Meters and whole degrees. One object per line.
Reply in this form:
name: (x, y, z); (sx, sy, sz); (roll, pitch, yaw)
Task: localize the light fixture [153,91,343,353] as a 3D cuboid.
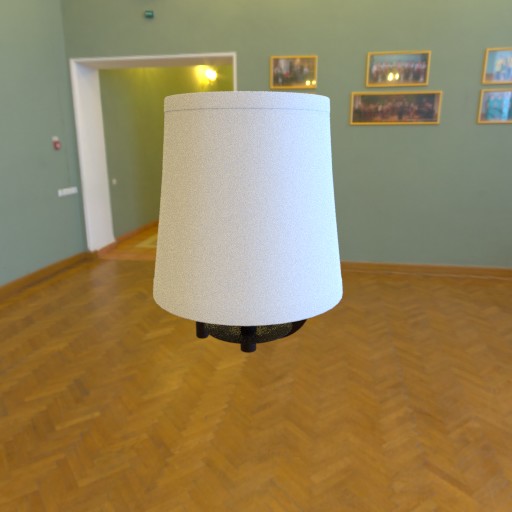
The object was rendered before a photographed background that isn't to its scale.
light fixture: (0.000, 0.000, 0.264); (0.100, 0.172, 0.157); (2, 15, 8)
